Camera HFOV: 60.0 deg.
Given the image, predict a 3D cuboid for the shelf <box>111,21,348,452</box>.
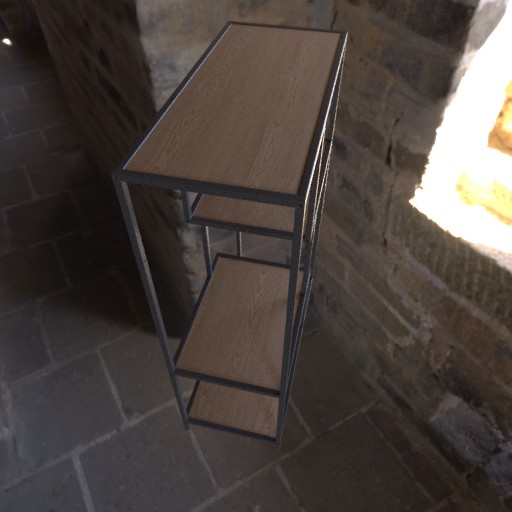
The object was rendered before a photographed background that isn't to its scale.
[{"bbox_3d":[0.000,0.000,1.433,0.350,1.138,0.770,10,47,9],"label":"shelf"}]
